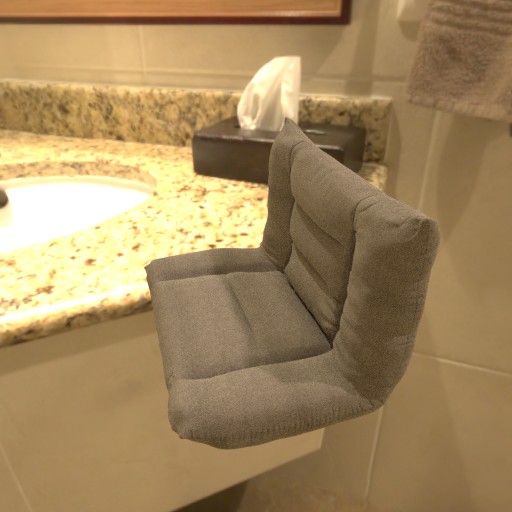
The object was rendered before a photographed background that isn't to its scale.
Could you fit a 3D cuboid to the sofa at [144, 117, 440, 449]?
[{"bbox_3d":[0.000,0.000,1.733,0.847,0.795,1.144,-9,30,-15],"label":"sofa"}]
